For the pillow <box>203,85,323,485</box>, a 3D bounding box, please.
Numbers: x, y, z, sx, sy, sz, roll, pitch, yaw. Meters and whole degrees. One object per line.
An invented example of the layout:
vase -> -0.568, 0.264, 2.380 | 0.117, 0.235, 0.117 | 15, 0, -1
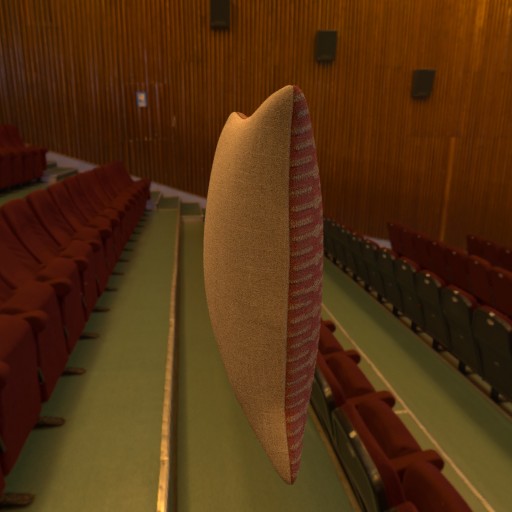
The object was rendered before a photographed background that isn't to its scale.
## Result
pillow -> 0.000, 0.000, 0.767 | 0.182, 0.503, 0.511 | -2, 15, -9
